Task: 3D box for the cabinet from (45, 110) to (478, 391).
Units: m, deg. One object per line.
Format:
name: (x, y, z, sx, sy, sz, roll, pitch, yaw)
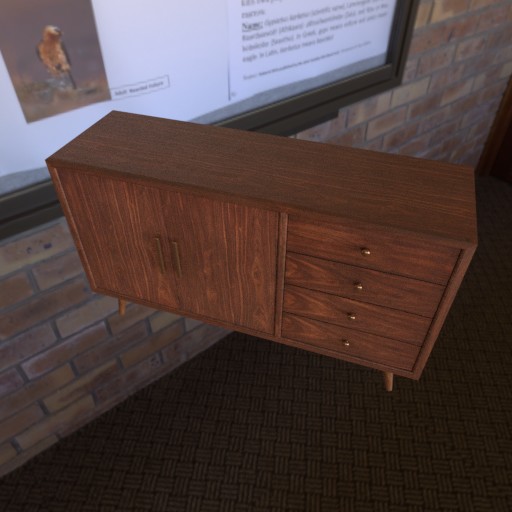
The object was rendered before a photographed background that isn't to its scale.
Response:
cabinet: (0.000, 0.000, 2.007, 1.575, 0.940, 0.505, 13, 43, 14)
